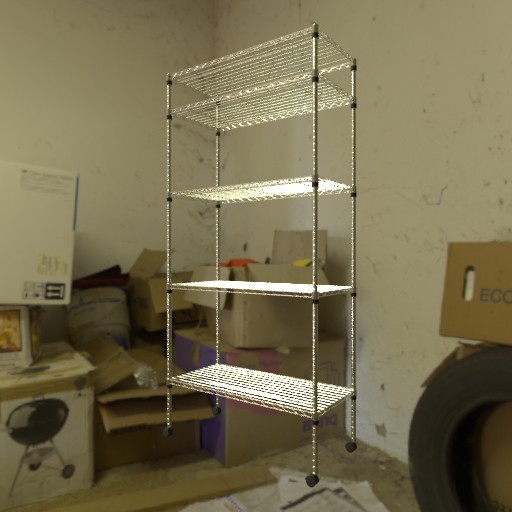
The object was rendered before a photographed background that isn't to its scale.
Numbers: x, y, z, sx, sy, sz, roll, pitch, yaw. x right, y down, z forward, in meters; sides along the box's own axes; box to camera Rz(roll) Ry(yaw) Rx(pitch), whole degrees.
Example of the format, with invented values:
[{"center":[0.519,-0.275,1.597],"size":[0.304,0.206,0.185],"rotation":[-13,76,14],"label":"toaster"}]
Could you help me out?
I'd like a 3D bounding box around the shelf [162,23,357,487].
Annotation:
[{"center":[0.000,0.000,1.872],"size":[0.762,1.587,0.356],"rotation":[0,0,36],"label":"shelf"}]
